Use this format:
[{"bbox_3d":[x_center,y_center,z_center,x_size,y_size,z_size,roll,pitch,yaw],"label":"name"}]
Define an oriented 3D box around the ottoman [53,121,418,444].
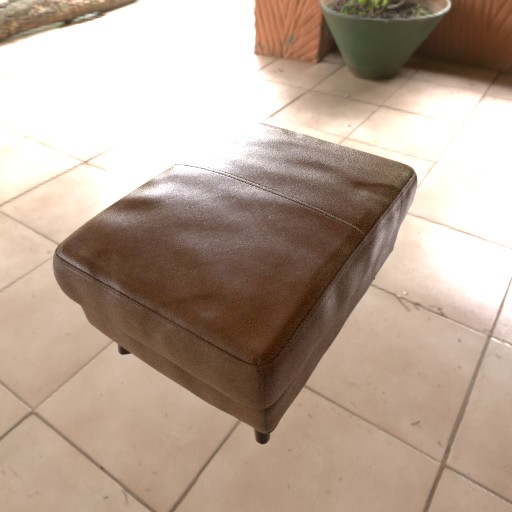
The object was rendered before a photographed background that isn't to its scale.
[{"bbox_3d":[0.000,0.000,1.255,0.630,0.461,0.869,24,47,24],"label":"ottoman"}]
